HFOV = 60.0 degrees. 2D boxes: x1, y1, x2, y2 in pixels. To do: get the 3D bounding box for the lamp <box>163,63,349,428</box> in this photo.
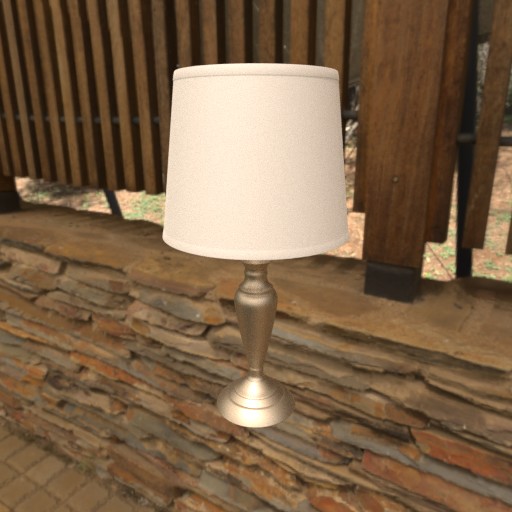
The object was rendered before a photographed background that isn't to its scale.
[{"bbox_3d":[0.000,0.000,0.808,0.328,0.619,0.328,0,17,0],"label":"lamp"}]
